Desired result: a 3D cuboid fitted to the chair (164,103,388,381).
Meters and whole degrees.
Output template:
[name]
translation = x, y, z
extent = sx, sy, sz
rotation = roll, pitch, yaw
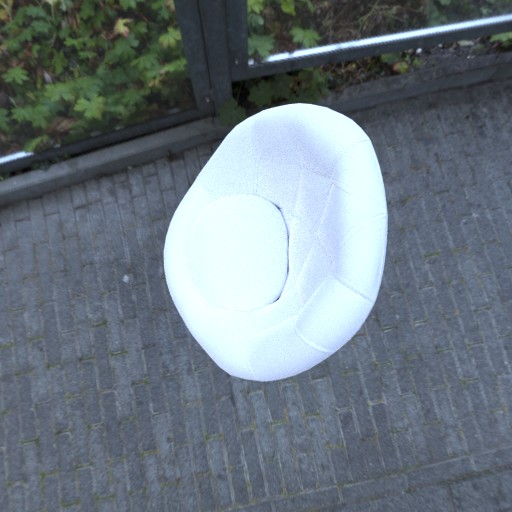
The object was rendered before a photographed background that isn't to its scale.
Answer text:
[chair]
translation = 0.000, 0.000, 1.801
extent = 0.736, 1.261, 0.940
rotation = 1, 78, 0
